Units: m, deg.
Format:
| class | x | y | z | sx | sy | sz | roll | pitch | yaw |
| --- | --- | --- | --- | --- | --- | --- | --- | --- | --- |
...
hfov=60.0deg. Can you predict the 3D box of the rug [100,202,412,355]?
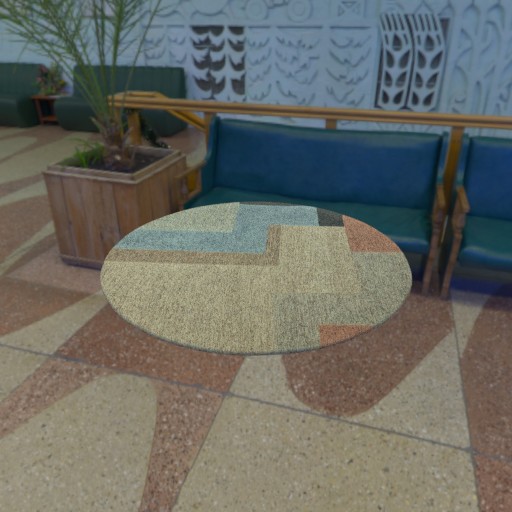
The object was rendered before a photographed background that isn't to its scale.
| class | x | y | z | sx | sy | sz | roll | pitch | yaw |
| --- | --- | --- | --- | --- | --- | --- | --- | --- | --- |
| rug | 0.000 | 0.000 | 3.658 | 2.461 | 0.033 | 2.461 | 0 | 28 | 0 |
